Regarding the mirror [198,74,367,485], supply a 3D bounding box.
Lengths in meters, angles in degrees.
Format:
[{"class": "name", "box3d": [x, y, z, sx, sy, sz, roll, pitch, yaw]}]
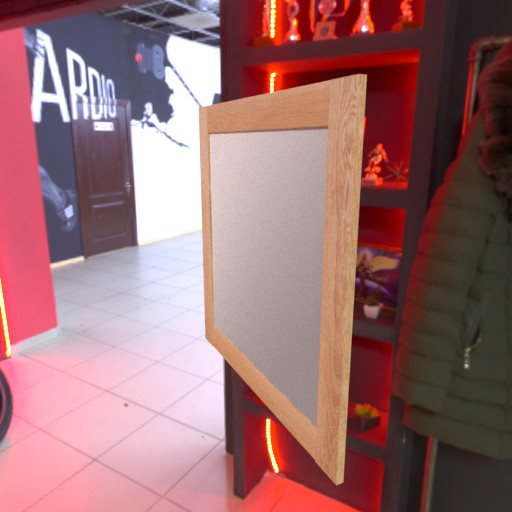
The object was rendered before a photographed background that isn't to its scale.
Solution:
[{"class": "mirror", "box3d": [0.000, 0.000, 1.175, 0.020, 0.800, 0.800, -7, 16, -25]}]
